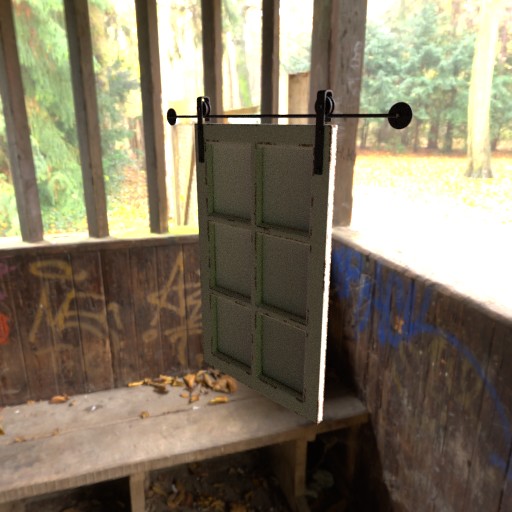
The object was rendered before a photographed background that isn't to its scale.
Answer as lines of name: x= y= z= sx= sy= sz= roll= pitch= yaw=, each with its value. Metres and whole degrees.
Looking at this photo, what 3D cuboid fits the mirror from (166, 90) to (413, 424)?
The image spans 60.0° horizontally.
mirror: x=0.000 y=0.000 z=1.224 sx=0.808 sy=0.844 sz=0.037 roll=16 pitch=23 yaw=41
